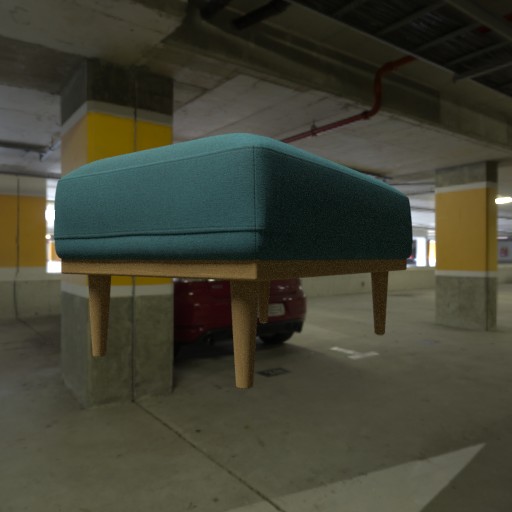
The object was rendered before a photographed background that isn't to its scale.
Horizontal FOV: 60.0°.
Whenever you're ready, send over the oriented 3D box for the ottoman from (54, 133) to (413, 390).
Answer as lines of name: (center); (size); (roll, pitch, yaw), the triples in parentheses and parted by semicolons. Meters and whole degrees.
ottoman: (0.000, 0.000, 1.070); (0.549, 0.428, 0.749); (0, 0, 36)
